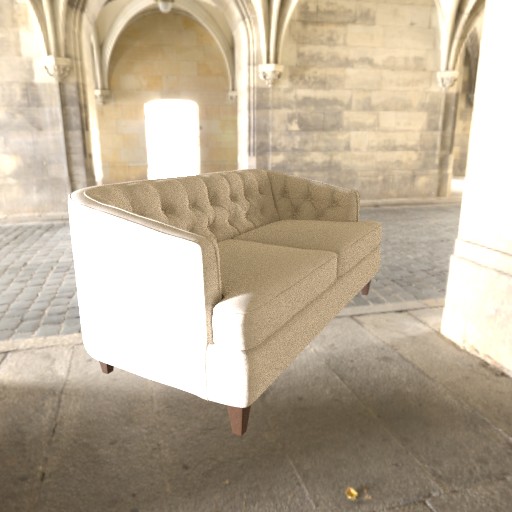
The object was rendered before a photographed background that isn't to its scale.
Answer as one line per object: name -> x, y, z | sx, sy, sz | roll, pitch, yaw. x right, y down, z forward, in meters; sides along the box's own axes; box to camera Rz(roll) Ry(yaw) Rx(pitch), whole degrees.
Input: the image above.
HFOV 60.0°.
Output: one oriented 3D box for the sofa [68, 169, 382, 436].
sofa -> 0.000, 0.000, 2.266 | 0.941, 0.855, 1.733 | 8, 17, 27
